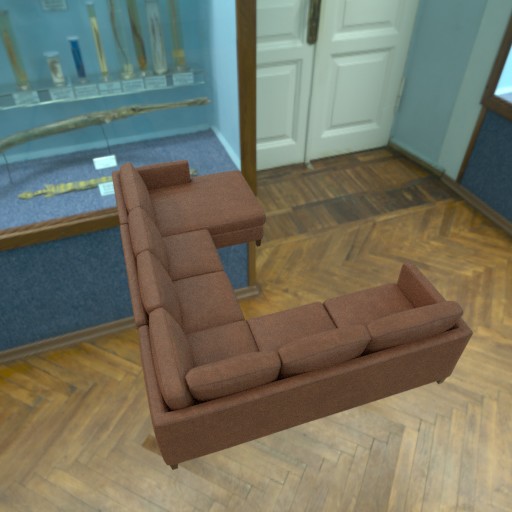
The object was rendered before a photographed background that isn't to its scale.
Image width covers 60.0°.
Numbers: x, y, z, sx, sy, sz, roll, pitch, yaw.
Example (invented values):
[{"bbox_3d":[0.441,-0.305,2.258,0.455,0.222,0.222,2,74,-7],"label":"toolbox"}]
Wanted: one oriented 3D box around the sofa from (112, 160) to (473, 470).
[{"bbox_3d":[0.000,0.000,4.627,2.593,0.923,3.460,-12,43,-13],"label":"sofa"}]
